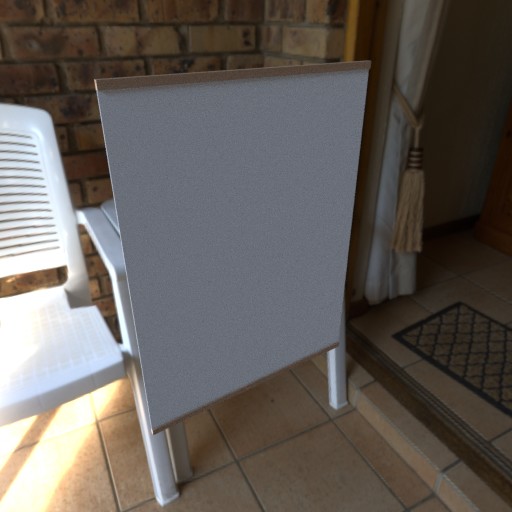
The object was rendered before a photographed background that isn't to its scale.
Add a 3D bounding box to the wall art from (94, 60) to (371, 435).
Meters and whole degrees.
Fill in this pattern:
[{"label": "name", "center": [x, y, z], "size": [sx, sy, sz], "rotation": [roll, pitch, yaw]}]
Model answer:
[{"label": "wall art", "center": [0.000, 0.000, 1.299], "size": [0.758, 1.016, 0.013], "rotation": [-17, 33, -29]}]
